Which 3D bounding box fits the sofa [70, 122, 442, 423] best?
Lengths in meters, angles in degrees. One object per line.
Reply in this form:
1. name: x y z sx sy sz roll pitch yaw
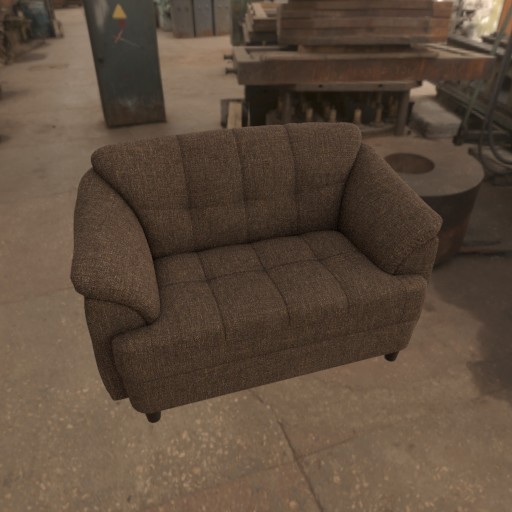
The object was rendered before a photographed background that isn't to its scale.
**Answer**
1. sofa: 0.000 0.000 1.901 1.404 0.895 0.799 -10 34 -15
